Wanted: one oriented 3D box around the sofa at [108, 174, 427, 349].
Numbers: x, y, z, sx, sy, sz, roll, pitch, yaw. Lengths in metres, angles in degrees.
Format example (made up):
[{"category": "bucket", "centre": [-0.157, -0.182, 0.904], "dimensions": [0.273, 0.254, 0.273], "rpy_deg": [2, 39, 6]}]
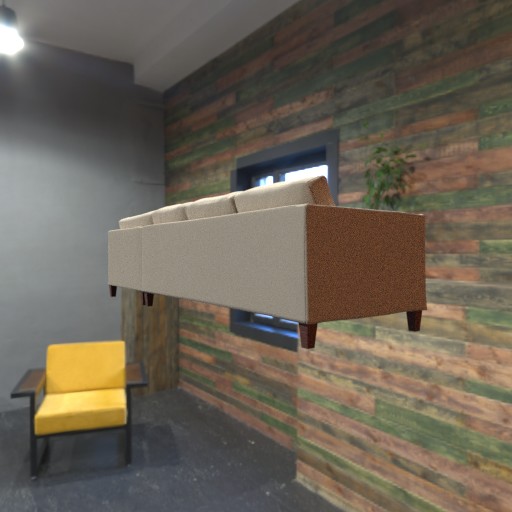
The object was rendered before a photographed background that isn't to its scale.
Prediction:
[{"category": "sofa", "centre": [0.000, 0.000, 3.814], "dimensions": [1.625, 0.861, 3.186], "rpy_deg": [0, 0, -35]}]
